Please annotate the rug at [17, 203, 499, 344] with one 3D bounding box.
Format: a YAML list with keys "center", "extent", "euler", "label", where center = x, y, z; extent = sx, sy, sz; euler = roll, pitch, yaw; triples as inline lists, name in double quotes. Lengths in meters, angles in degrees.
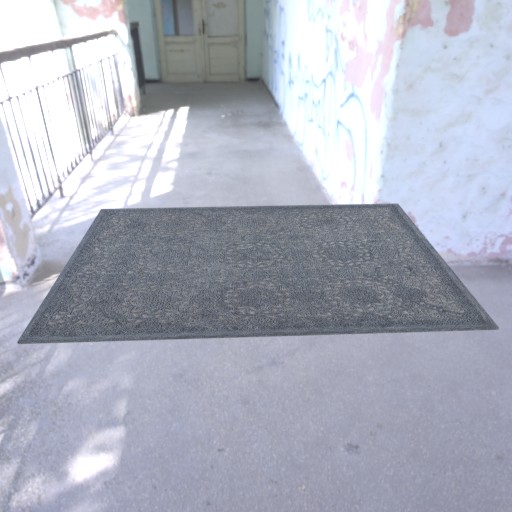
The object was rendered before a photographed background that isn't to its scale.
- center: [0.000, 0.000, 2.195]
  extent: [1.819, 0.012, 1.208]
  euler: [-1, 30, -2]
  label: "rug"
